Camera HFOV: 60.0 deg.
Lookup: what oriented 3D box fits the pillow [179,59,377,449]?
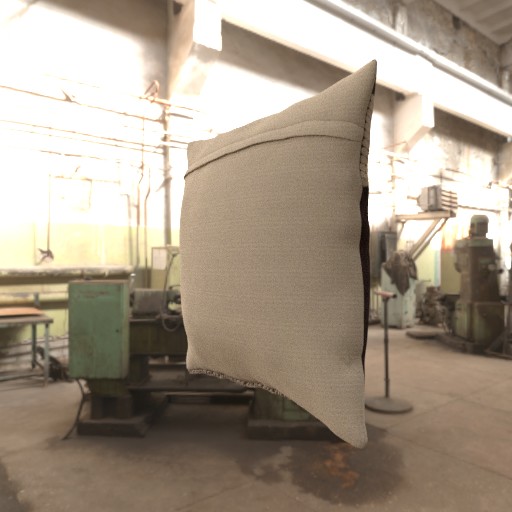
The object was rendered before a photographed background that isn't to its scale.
[{"bbox_3d":[0.000,0.000,0.716,0.178,0.473,0.475,0,0,-36],"label":"pillow"}]
